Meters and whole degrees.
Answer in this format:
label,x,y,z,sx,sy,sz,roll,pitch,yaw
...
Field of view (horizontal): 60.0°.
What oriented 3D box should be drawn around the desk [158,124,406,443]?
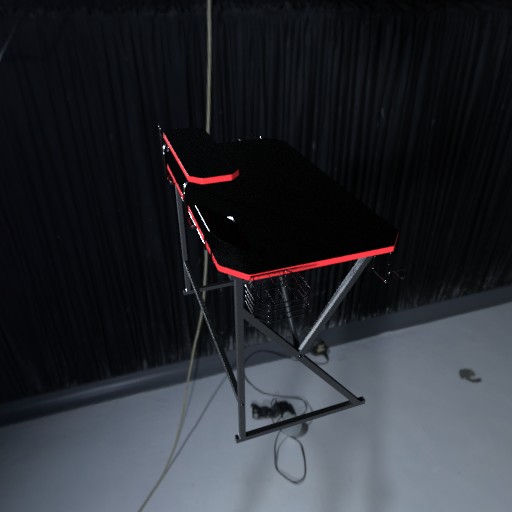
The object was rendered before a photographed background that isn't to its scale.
label,x,y,z,sx,sy,sz,roll,pitch,yaw
desk,0.000,0.000,1.746,0.588,0.913,1.280,-11,34,-16
